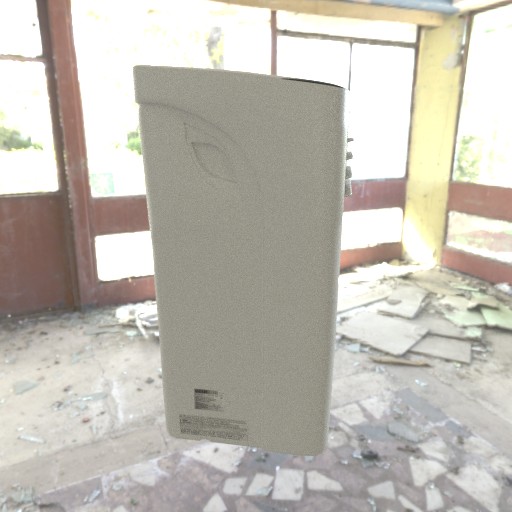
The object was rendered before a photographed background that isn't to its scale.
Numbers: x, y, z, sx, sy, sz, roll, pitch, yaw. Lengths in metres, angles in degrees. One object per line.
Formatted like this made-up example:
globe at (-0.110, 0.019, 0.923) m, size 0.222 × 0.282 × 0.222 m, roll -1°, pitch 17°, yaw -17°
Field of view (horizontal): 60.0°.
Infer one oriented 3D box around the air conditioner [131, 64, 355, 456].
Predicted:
air conditioner at (0.000, 0.000, 0.918) m, size 0.369 × 0.716 × 0.352 m, roll 3°, pitch 16°, yaw 10°
